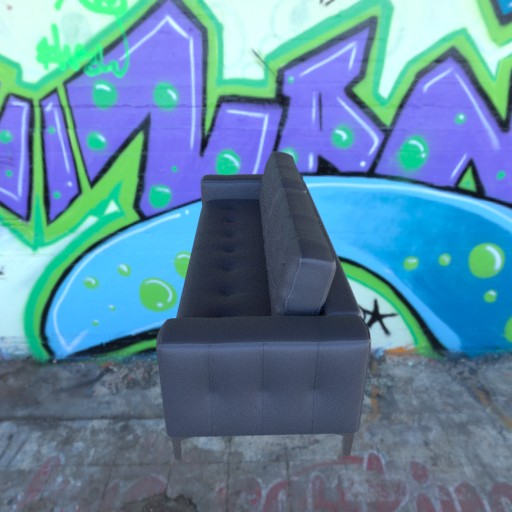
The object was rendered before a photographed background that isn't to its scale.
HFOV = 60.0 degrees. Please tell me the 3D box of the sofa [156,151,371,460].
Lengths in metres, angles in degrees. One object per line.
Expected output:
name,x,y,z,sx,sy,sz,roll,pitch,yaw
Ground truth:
sofa,0.000,0.000,2.731,0.833,0.893,2.275,-1,26,-2
